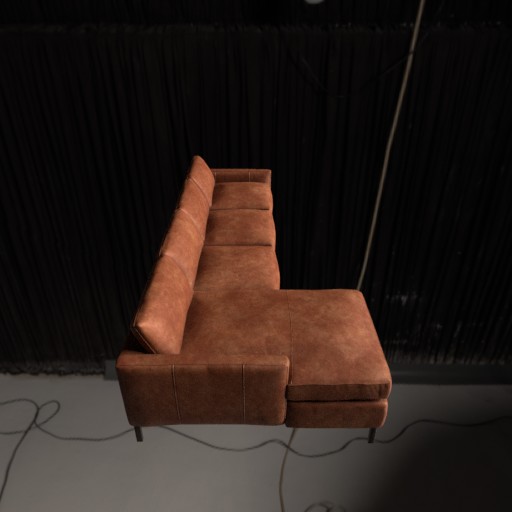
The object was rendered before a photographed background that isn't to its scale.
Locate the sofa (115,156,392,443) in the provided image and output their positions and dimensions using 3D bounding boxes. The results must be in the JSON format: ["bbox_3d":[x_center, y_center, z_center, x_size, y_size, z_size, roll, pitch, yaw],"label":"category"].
[{"bbox_3d":[0.000,0.000,3.659,1.471,0.859,2.993,0,31,0],"label":"sofa"}]
